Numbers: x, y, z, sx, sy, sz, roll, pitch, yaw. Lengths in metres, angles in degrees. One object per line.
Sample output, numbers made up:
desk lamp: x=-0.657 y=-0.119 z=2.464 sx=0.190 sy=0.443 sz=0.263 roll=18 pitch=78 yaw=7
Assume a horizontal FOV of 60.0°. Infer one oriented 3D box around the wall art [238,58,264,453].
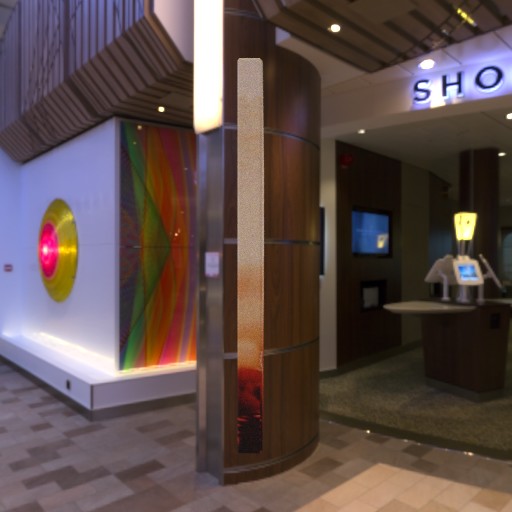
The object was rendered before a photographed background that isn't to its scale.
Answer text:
wall art: x=0.000 y=0.000 z=1.133 sx=0.038 sy=0.602 sz=0.918 roll=0 pitch=0 yaw=1
